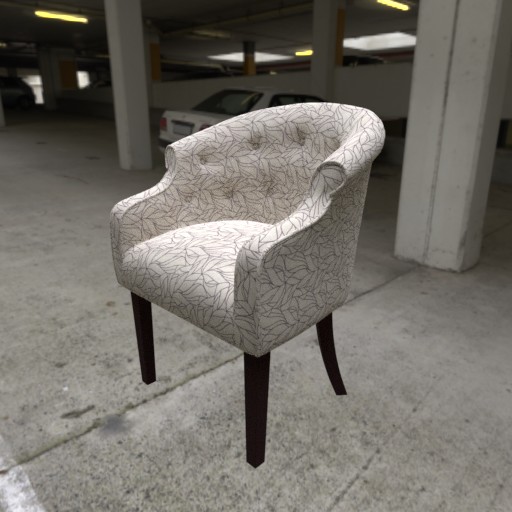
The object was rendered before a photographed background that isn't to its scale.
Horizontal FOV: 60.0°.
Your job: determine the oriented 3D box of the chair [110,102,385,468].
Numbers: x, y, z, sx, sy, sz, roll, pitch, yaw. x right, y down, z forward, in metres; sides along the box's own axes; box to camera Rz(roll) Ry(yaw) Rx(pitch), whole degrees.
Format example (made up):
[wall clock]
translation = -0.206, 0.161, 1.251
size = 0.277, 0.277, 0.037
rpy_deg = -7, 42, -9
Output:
[chair]
translation = 0.000, 0.000, 1.305
size = 0.613, 0.858, 0.686
rpy_deg = -17, 25, -42
